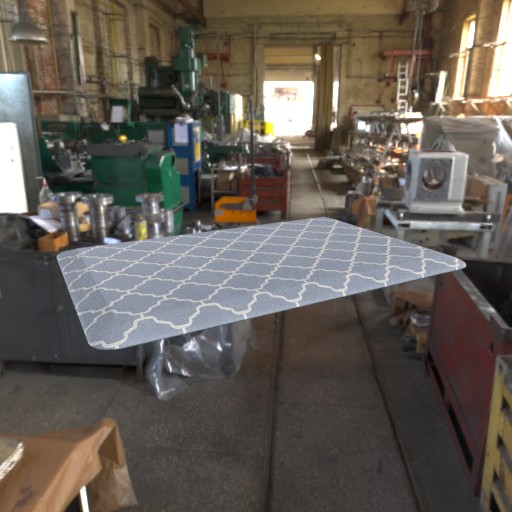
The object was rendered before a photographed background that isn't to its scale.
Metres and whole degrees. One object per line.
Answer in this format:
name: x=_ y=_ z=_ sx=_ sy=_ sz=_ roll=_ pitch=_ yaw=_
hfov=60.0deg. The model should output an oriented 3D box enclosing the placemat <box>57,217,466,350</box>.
placemat: x=0.000 y=0.000 z=0.963 sx=0.762 sy=0.021 sz=0.508 roll=-9 pitch=20 yaw=-27
